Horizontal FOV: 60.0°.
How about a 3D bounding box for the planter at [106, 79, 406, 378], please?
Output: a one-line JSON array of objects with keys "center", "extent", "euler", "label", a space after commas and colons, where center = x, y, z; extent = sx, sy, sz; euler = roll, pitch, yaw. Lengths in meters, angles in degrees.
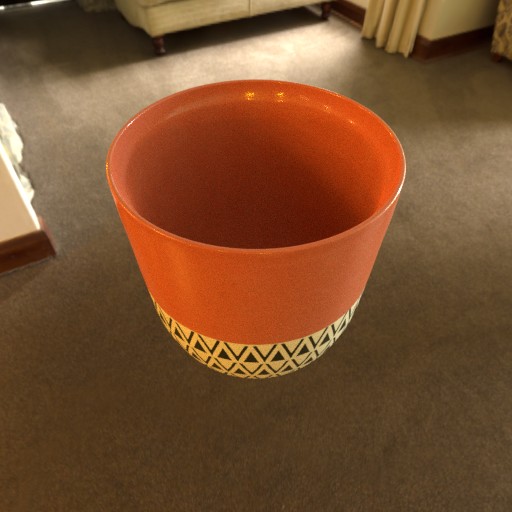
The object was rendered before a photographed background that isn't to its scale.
[{"center": [0.000, 0.000, 0.373], "extent": [0.195, 0.214, 0.195], "euler": [0, 47, 0], "label": "planter"}]
